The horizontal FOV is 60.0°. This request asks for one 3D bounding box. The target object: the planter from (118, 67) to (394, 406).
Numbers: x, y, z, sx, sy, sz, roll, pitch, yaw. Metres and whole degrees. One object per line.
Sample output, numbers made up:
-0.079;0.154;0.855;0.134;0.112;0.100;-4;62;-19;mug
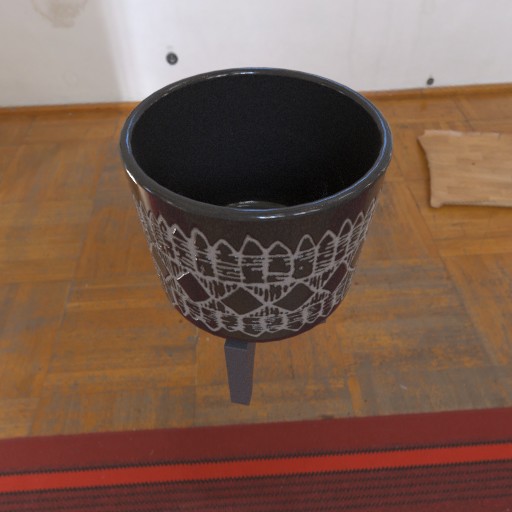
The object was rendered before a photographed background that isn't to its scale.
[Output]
0.000;0.000;0.539;0.251;0.355;0.251;33;55;27;planter
